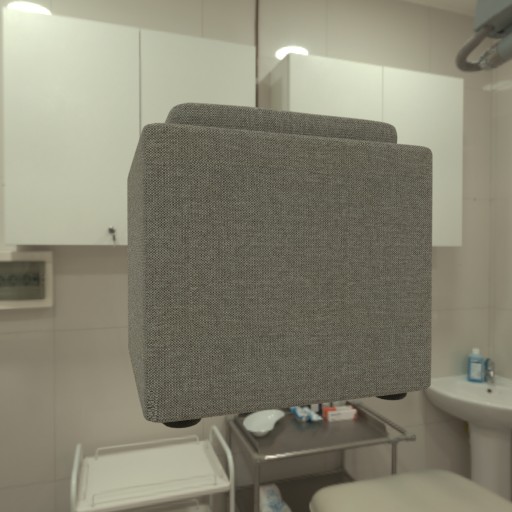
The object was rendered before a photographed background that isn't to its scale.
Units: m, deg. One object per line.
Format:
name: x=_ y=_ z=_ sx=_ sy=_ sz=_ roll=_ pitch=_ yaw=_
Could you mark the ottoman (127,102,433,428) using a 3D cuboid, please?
ottoman: x=0.000 y=0.000 z=0.838 sx=0.450 sy=0.460 sz=0.450 roll=0 pitch=1 yaw=-19
